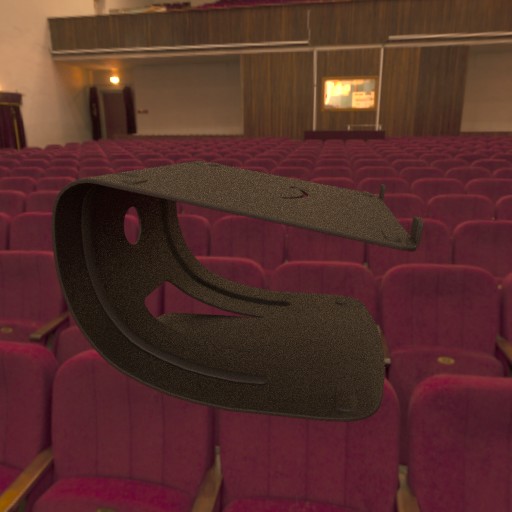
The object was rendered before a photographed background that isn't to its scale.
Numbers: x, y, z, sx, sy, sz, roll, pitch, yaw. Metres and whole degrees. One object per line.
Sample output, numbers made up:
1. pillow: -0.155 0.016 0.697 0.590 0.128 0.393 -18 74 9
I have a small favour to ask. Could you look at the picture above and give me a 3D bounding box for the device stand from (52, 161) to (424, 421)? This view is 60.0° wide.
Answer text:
1. device stand: 0.000 0.000 0.397 0.236 0.155 0.256 3 15 10
